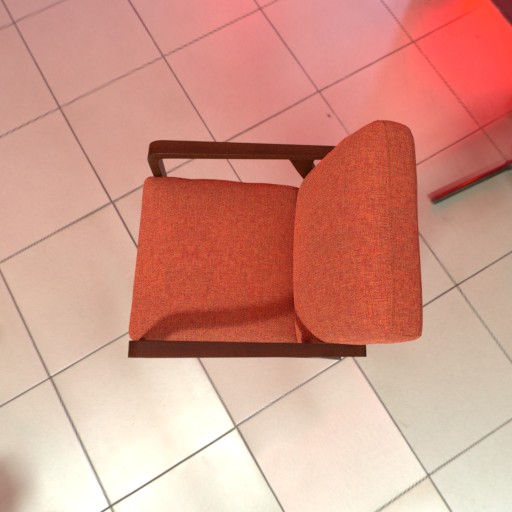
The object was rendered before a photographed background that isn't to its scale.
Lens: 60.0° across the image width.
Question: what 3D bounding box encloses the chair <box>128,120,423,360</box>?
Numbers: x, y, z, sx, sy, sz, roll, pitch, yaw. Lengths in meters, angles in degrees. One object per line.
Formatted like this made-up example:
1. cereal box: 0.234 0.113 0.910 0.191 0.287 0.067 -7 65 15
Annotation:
1. chair: 0.000 0.000 1.541 0.860 0.890 0.719 2 76 0
